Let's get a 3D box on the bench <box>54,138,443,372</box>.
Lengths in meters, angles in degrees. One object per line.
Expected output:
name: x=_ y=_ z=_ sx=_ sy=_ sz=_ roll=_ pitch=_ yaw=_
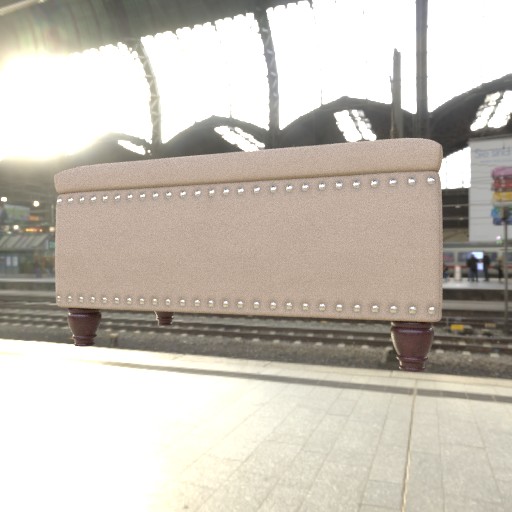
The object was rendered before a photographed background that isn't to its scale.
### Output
bench: x=0.000 y=0.000 z=1.174 sx=0.887 sy=0.449 sz=0.500 roll=0 pitch=-1 yaw=19
